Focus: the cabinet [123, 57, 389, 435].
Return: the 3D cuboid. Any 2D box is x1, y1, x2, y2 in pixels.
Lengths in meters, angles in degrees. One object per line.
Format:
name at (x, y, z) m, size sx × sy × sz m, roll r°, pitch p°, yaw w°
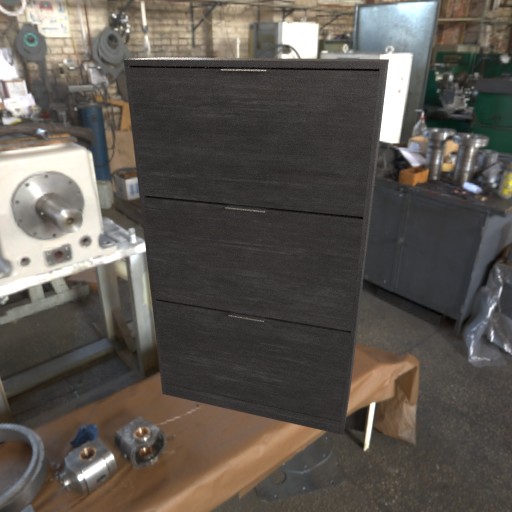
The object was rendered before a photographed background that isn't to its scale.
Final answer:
cabinet at (0.000, 0.000, 1.578) m, size 0.750 × 1.280 × 0.250 m, roll 7°, pitch 26°, yaw 15°
